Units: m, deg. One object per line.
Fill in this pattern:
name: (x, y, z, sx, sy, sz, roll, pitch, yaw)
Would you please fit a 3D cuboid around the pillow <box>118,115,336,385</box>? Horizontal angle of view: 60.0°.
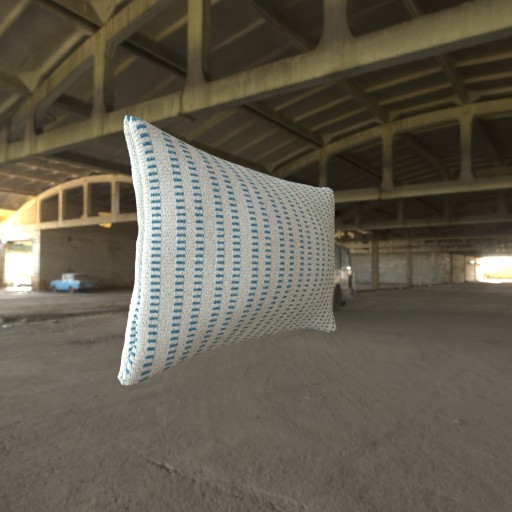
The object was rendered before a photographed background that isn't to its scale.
pillow: (0.000, 0.000, 0.835, 0.210, 0.353, 0.640, -1, -2, 34)
